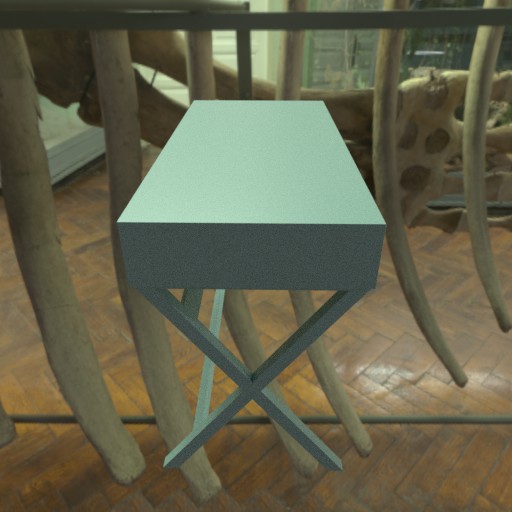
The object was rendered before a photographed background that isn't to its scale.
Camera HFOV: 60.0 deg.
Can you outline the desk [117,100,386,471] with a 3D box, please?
[{"bbox_3d":[0.000,0.000,1.481,0.509,0.780,1.059,1,31,1],"label":"desk"}]
